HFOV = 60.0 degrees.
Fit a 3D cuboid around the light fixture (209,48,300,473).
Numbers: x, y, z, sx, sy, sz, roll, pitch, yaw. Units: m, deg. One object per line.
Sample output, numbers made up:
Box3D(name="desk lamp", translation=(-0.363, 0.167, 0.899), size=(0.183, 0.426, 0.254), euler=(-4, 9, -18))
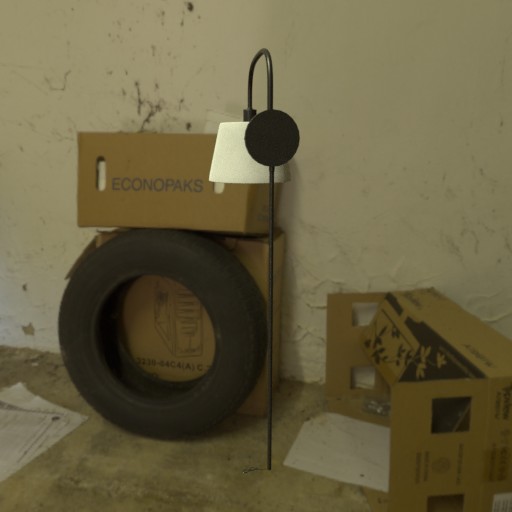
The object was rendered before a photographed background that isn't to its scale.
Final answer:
Box3D(name="light fixture", translation=(0.000, 0.000, 0.477), size=(0.092, 0.399, 0.176), euler=(-2, 14, -9))
